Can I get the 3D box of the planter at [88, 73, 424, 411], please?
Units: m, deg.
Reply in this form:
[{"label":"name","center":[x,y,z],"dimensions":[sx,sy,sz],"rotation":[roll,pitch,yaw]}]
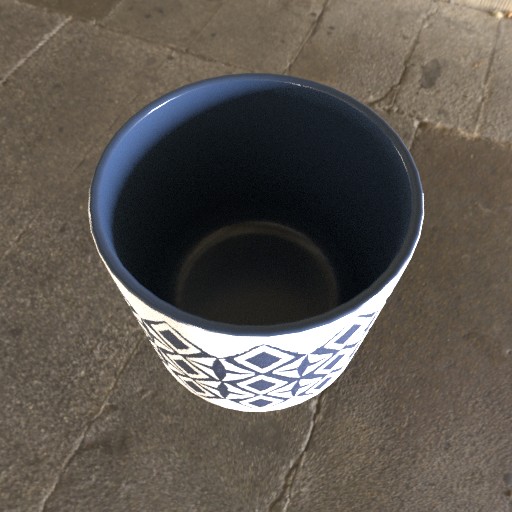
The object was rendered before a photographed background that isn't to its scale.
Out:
[{"label":"planter","center":[0.000,0.000,0.273],"dimensions":[0.159,0.144,0.159],"rotation":[0,59,0]}]
